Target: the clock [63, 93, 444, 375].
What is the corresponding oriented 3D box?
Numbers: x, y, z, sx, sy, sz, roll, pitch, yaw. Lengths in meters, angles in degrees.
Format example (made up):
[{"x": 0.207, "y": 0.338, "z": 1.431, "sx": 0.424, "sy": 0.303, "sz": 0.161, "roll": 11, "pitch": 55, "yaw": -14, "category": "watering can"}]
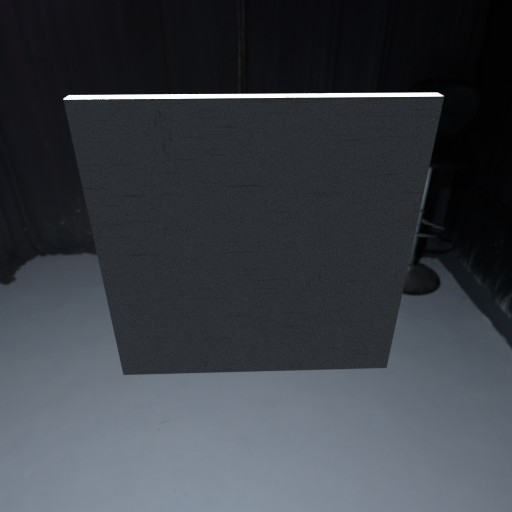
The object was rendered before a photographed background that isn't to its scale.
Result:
[{"x": 0.000, "y": 0.000, "z": 1.016, "sx": 0.705, "sy": 0.705, "sz": 0.032, "roll": -1, "pitch": 31, "yaw": -2, "category": "clock"}]
